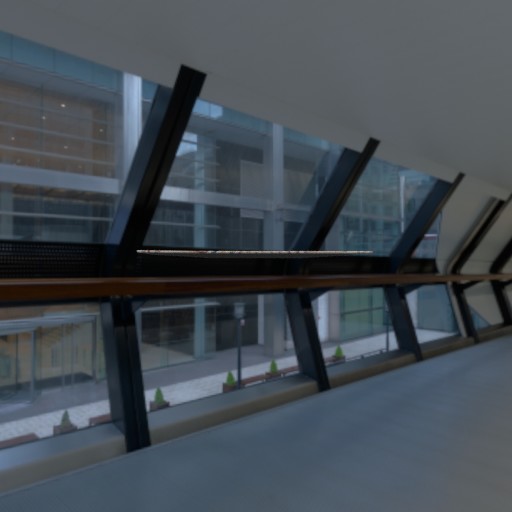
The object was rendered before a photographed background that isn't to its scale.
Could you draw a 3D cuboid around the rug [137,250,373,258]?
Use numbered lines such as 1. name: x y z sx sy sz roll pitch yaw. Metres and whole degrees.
1. rug: 0.000 0.000 2.642 0.771 0.009 2.443 0 -1 0
